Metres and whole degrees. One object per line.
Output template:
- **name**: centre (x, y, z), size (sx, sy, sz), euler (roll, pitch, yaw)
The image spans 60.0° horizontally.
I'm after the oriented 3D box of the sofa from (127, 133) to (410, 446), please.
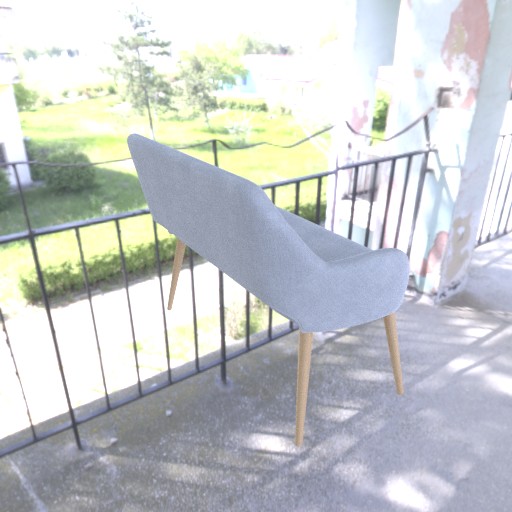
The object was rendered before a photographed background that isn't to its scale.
- **sofa**: centre (0.000, 0.000, 1.634), size (0.610, 0.840, 1.150), euler (-17, 31, -31)
